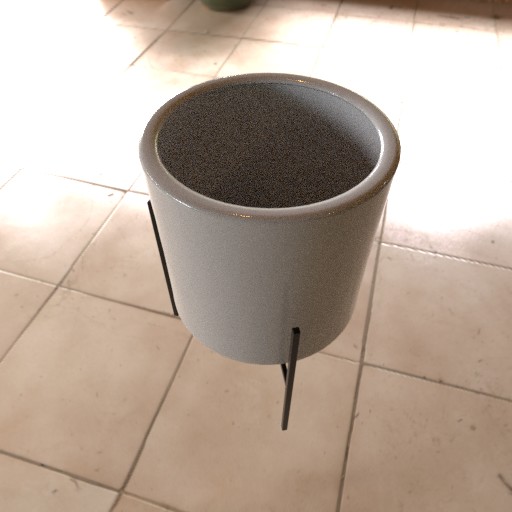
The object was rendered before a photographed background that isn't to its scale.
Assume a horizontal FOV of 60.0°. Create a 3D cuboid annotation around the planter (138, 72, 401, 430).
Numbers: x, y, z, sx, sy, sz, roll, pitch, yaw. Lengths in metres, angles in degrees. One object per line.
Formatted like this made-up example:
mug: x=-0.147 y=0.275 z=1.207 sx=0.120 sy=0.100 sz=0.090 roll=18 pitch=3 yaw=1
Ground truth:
planter: x=0.000 y=0.000 z=0.739 sx=0.361 sy=0.480 sz=0.360 roll=12 pitch=49 yaw=10
